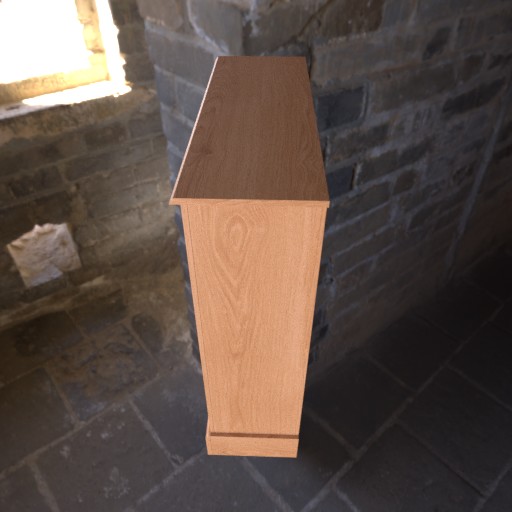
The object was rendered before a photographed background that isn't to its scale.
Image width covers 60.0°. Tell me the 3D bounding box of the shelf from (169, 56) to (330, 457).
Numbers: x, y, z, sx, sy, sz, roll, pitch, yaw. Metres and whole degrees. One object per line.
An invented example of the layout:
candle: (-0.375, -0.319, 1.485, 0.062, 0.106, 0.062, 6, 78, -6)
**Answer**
shelf: (0.000, 0.000, 1.430, 0.291, 0.980, 0.840, 1, 40, 1)
